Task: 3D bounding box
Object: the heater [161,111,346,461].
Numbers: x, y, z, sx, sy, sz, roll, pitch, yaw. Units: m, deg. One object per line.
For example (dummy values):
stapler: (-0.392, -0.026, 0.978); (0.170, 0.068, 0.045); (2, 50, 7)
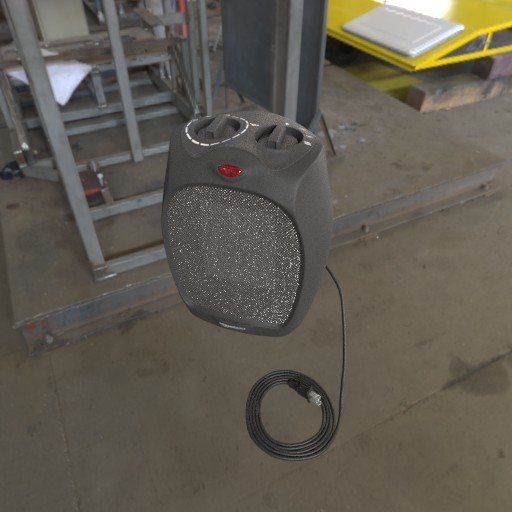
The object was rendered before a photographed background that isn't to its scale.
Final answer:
heater: (0.000, 0.000, 0.463); (0.239, 0.240, 0.291); (12, 44, 13)
